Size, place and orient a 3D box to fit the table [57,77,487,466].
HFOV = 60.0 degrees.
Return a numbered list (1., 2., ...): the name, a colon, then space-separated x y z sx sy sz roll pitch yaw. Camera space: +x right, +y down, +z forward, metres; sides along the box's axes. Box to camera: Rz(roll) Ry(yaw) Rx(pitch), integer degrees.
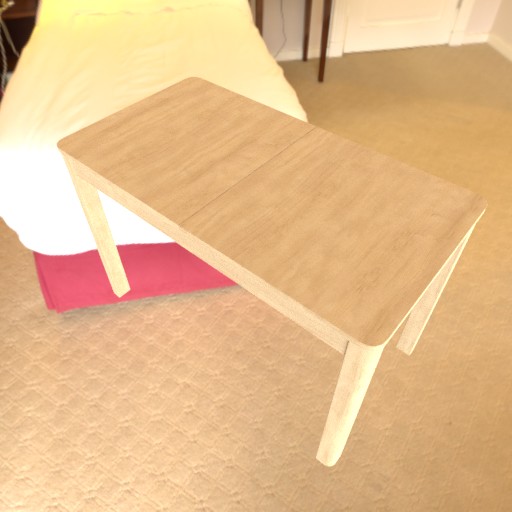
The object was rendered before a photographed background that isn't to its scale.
1. table: 0.000 0.000 1.900 1.400 0.900 0.750 32 55 26
